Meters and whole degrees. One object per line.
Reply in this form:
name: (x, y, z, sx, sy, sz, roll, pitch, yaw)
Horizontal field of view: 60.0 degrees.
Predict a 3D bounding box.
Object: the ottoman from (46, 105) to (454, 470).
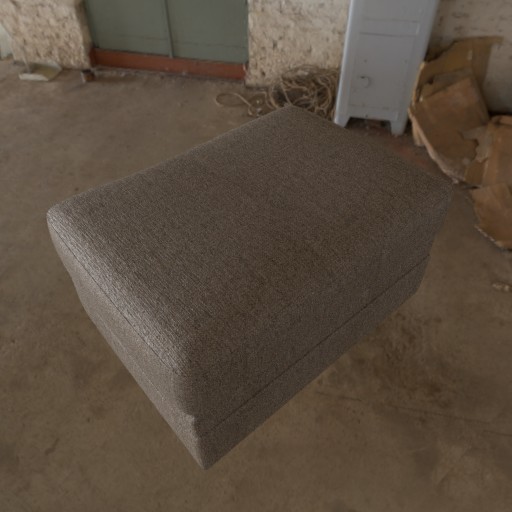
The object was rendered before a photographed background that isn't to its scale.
ottoman: (0.000, 0.000, 1.239, 0.885, 0.478, 0.637, -32, 53, -27)
